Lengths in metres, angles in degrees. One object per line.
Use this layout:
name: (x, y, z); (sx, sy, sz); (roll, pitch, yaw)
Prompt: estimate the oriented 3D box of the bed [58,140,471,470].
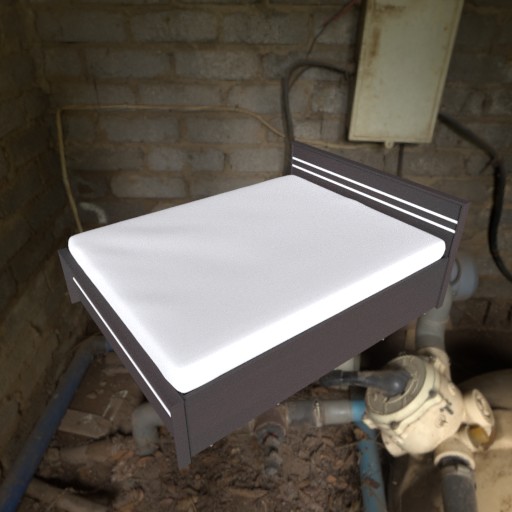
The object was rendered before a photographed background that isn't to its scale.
bed: (0.000, 0.000, 2.967); (2.103, 0.808, 1.634); (-21, 37, -31)
